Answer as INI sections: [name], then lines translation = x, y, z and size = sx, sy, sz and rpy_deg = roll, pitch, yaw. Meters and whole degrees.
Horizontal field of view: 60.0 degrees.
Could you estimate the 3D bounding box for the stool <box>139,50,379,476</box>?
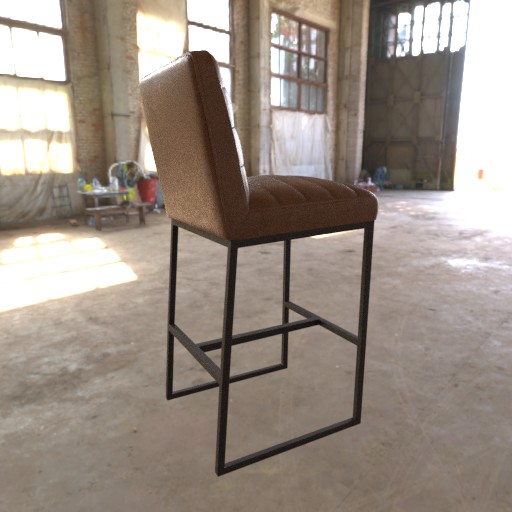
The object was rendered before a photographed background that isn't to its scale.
[stool]
translation = 0.000, 0.000, 1.334
size = 0.556, 1.040, 0.458
rpy_deg = -7, 15, -28
